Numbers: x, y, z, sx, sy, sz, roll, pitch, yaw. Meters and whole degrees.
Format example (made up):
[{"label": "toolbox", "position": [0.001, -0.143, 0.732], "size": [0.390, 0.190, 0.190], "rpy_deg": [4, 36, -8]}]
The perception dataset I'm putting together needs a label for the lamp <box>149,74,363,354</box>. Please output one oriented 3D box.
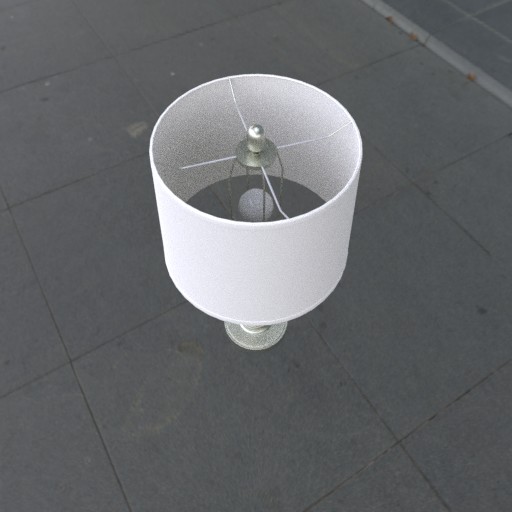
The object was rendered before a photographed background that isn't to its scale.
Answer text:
[{"label": "lamp", "position": [0.000, 0.000, 0.982], "size": [0.383, 0.733, 0.383], "rpy_deg": [0, 58, 0]}]
